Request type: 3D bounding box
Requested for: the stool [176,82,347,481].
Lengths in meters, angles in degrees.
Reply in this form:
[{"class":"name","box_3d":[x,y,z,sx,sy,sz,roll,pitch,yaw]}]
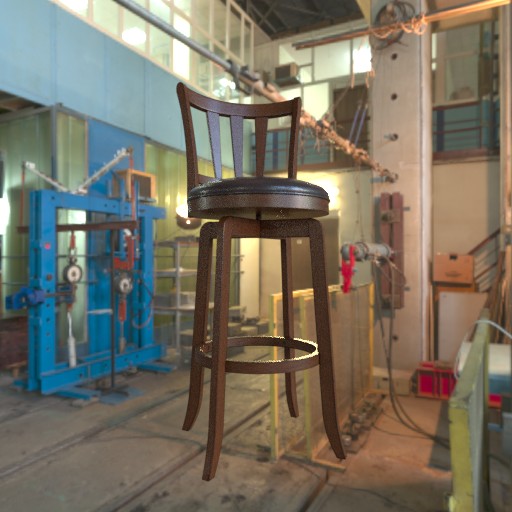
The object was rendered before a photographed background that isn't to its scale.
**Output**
[{"class":"stool","box_3d":[0.000,0.000,1.424,0.464,1.177,0.503,0,0,-18]}]
